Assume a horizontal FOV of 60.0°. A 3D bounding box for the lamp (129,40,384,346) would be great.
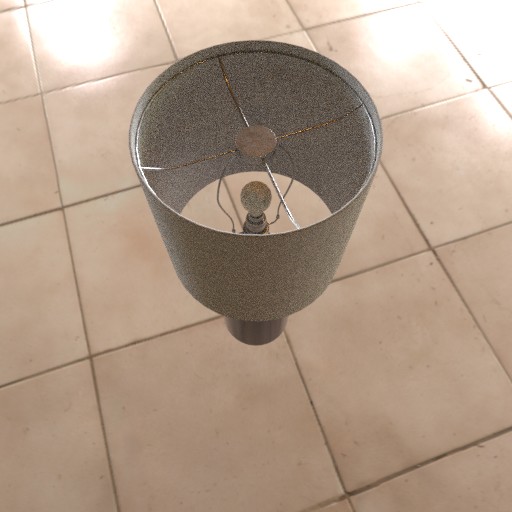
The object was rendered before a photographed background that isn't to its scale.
[{"bbox_3d":[0.000,0.000,0.591,0.212,0.493,0.212,-18,65,-9],"label":"lamp"}]
